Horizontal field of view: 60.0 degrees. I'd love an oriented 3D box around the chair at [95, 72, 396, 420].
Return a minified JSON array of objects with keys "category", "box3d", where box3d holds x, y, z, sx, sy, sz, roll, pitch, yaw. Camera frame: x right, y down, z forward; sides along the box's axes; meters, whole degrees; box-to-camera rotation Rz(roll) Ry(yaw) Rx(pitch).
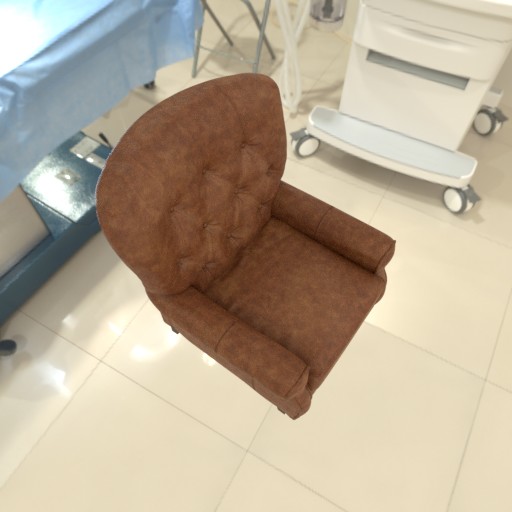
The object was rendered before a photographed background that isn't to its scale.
[{"category":"chair","box3d":[0.000,0.000,1.952,1.059,1.164,0.951,32,63,19]}]
